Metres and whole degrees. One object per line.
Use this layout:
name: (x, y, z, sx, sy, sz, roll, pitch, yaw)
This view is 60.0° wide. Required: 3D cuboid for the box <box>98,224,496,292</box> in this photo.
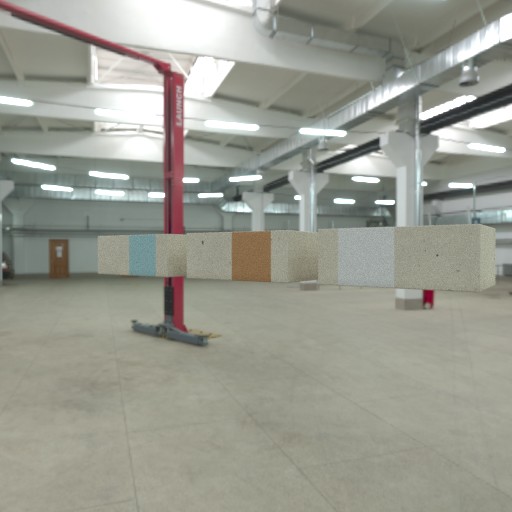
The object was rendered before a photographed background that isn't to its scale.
box: (0.000, 0.000, 0.492, 0.461, 0.051, 0.082, 0, 1, 35)
